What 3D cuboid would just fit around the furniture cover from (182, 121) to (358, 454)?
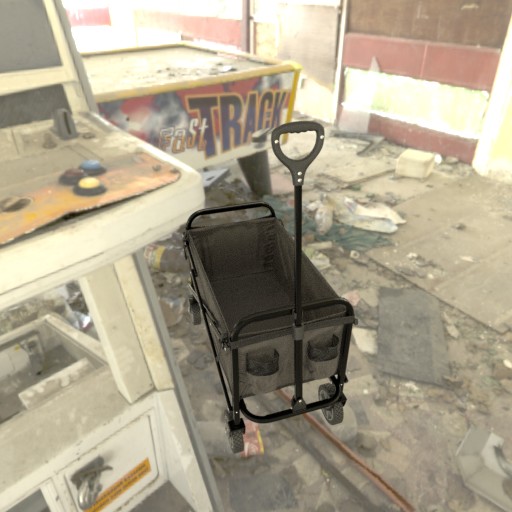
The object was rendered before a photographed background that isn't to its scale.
[{"bbox_3d":[0.000,0.000,1.836,0.532,1.295,1.038,-10,33,-15],"label":"furniture cover"}]
